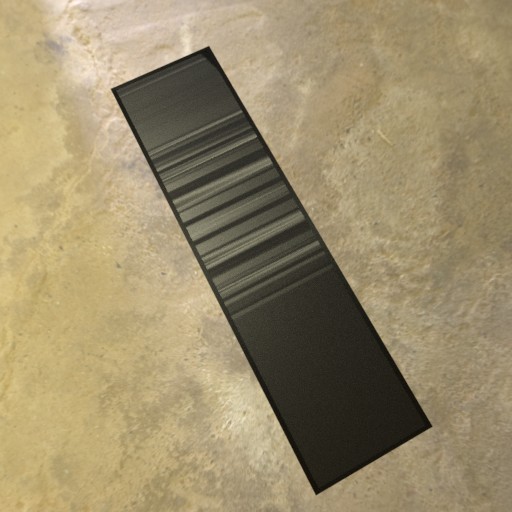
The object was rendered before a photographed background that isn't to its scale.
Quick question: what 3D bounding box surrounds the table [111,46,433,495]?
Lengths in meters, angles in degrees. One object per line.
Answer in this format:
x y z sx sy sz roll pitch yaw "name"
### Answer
0.000 0.000 1.632 0.399 0.395 1.486 -27 77 -7 "table"
